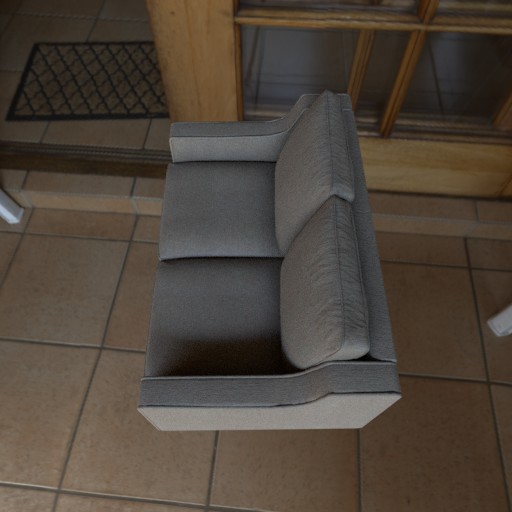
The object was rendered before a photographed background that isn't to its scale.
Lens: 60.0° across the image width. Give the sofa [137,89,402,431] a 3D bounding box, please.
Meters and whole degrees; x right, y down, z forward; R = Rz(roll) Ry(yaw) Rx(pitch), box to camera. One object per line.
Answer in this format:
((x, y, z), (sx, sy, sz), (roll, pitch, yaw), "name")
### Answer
((0.000, 0.000, 2.161), (0.985, 0.981, 1.503), (-1, 60, 0), "sofa")
